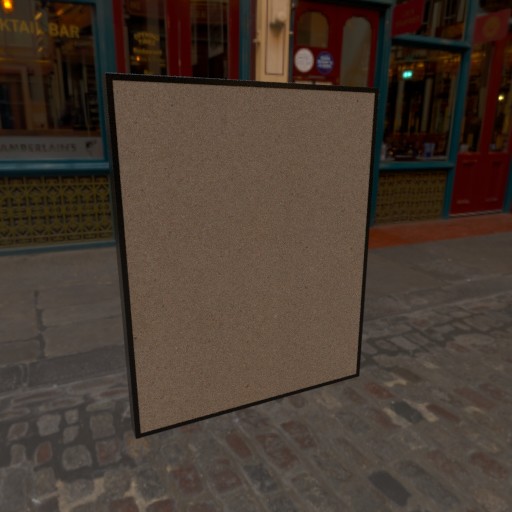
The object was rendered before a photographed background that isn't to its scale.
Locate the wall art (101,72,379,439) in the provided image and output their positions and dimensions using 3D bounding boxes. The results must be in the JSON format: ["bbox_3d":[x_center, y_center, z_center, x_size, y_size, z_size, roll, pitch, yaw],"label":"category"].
[{"bbox_3d":[0.000,0.000,0.751,0.448,0.551,0.038,-7,17,-25],"label":"wall art"}]
